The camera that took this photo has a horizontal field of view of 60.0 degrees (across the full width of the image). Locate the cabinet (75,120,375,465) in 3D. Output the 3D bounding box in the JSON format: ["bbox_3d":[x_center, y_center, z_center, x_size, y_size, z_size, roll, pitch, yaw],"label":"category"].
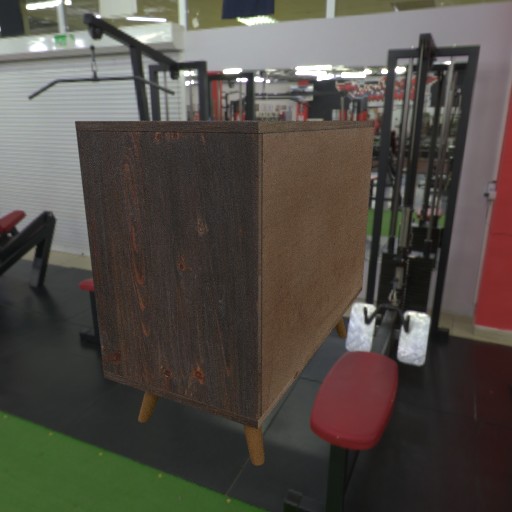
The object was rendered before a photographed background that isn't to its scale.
[{"bbox_3d":[0.000,0.000,1.538,0.529,0.897,1.023,8,19,25],"label":"cabinet"}]
